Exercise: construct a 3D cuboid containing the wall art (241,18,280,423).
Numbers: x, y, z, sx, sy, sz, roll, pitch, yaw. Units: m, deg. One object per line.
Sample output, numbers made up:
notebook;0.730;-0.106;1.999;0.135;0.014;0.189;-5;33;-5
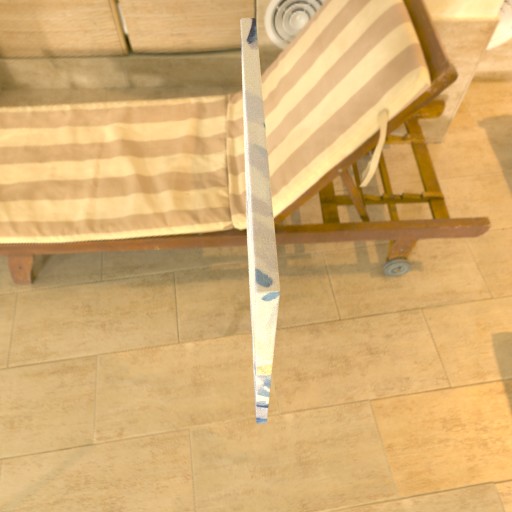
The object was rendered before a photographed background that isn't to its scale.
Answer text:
wall art;0.000;0.000;1.328;0.038;1.015;0.761;-2;58;-2
